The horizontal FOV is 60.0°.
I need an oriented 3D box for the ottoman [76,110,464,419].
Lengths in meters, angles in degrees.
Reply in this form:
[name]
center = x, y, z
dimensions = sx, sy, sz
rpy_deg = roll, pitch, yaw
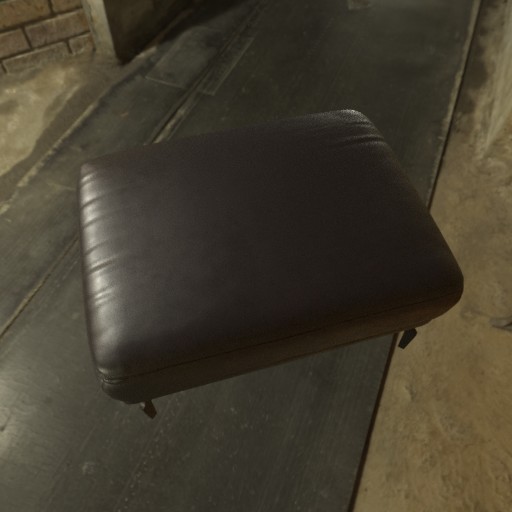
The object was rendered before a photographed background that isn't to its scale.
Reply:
[ottoman]
center = 0.000, 0.000, 1.084
dimensions = 0.764, 0.402, 0.570
rpy_deg = -13, 58, -8
